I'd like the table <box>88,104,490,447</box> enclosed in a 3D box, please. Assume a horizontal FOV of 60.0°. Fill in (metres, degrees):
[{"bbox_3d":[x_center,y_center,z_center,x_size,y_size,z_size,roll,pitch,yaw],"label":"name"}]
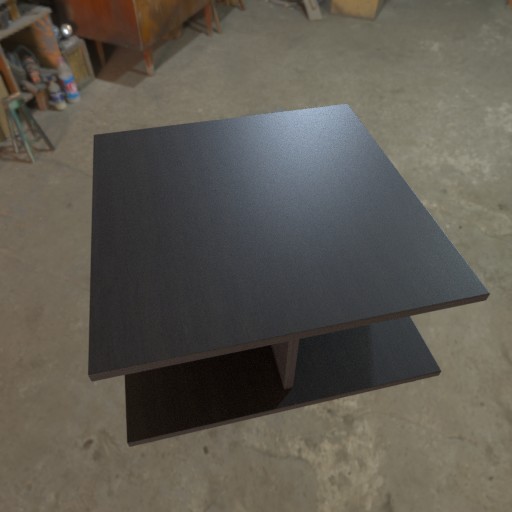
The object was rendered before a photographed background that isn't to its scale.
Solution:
[{"bbox_3d":[0.000,0.000,1.203,0.762,0.396,0.762,-10,48,-9],"label":"table"}]
